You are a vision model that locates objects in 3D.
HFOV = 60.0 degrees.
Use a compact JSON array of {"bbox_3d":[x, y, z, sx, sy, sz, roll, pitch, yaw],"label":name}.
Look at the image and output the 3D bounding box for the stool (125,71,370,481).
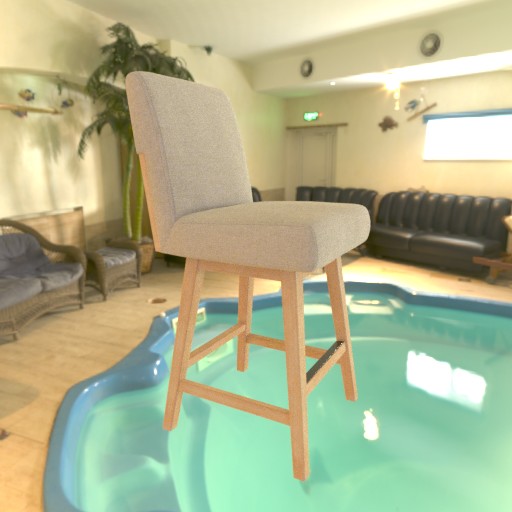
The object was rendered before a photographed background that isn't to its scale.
[{"bbox_3d":[0.000,0.000,1.400,0.606,1.085,0.507,7,14,28],"label":"stool"}]
